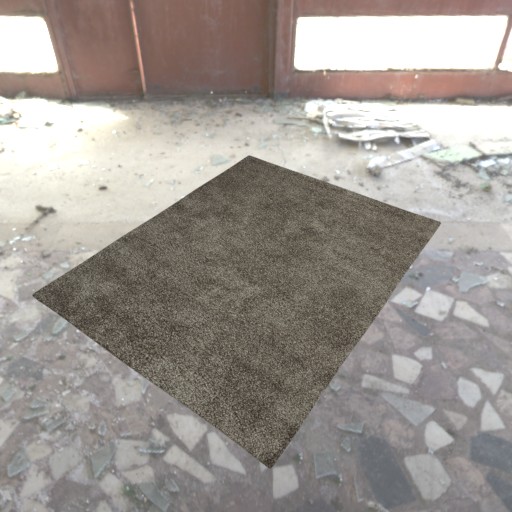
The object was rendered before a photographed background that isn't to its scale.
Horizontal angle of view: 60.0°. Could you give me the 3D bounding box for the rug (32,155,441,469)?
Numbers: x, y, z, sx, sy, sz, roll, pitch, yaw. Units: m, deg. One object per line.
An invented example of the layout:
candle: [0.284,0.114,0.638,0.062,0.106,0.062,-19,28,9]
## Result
rug: [0.000,0.000,4.044,2.401,0.025,3.000,25,47,27]
